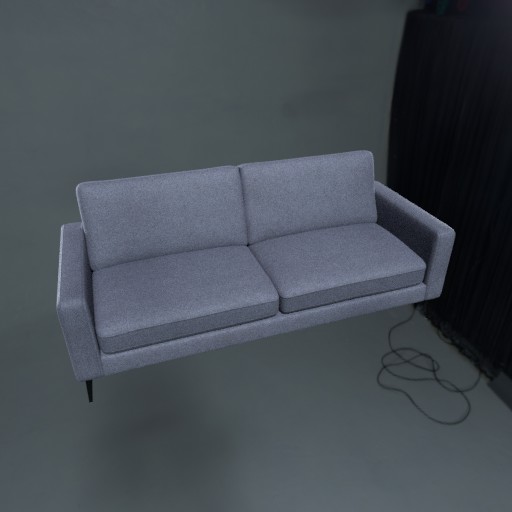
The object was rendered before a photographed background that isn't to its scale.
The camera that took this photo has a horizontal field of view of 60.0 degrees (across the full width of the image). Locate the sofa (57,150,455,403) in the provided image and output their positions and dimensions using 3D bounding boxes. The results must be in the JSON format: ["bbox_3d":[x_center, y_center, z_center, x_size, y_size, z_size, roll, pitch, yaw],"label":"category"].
[{"bbox_3d":[0.000,0.000,2.387,1.925,0.828,0.774,-10,32,-16],"label":"sofa"}]
